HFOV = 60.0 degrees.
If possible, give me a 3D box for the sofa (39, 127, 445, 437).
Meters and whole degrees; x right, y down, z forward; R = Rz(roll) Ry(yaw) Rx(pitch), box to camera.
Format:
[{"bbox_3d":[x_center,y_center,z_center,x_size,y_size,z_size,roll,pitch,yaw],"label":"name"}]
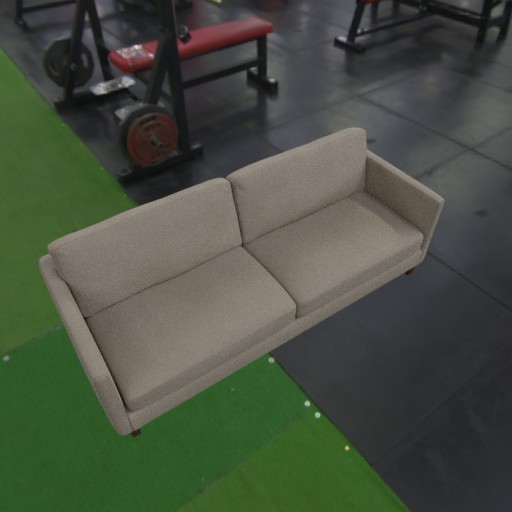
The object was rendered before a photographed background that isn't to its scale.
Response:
[{"bbox_3d":[0.000,0.000,2.886,2.404,0.912,0.988,-25,50,-23],"label":"sofa"}]
